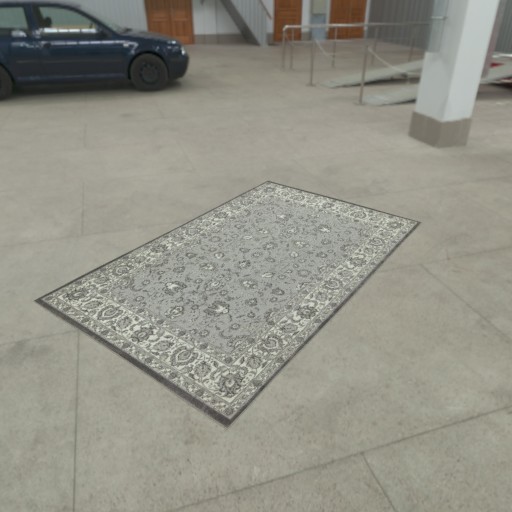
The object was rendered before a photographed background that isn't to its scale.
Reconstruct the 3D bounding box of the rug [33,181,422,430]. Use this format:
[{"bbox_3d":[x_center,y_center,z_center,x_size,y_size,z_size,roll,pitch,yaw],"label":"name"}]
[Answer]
[{"bbox_3d":[0.000,0.000,3.102,1.524,0.011,2.438,21,37,31],"label":"rug"}]
